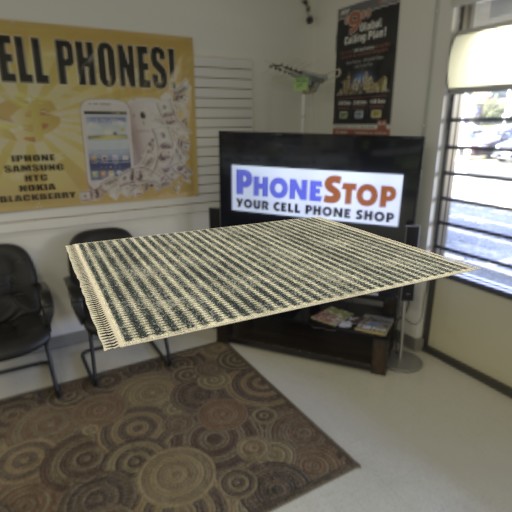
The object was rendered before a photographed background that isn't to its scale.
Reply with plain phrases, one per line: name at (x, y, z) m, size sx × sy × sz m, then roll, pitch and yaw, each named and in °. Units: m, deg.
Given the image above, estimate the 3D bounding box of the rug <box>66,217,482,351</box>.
rug at (0.000, 0.000, 3.870) m, size 2.910 × 0.013 × 2.256 m, roll -9°, pitch 19°, yaw -26°
